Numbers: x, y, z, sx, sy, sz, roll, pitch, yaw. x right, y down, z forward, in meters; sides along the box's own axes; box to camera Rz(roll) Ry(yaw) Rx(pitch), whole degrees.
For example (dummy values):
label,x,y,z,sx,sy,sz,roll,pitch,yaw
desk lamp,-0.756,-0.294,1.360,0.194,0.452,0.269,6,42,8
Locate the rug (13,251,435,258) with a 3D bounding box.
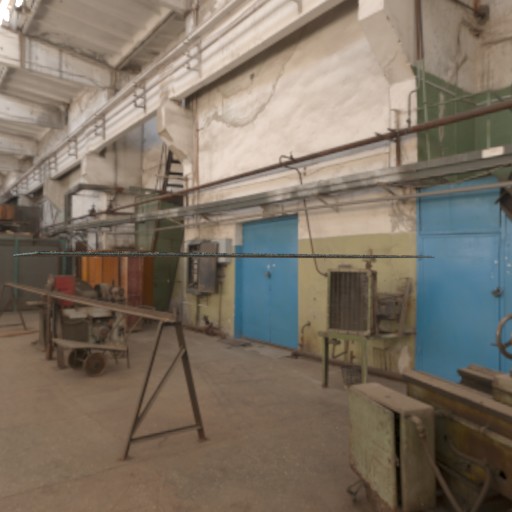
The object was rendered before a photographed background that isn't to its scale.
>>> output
label,x,y,z,sx,sy,sz,roll,pitch,yaw
rug,0.000,0.000,2.445,2.292,0.014,0.685,1,-1,-35
